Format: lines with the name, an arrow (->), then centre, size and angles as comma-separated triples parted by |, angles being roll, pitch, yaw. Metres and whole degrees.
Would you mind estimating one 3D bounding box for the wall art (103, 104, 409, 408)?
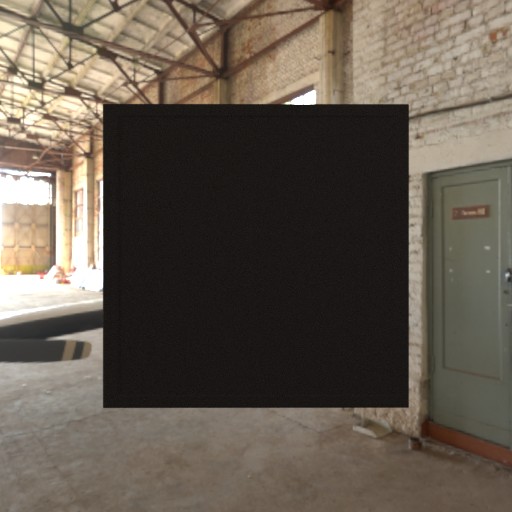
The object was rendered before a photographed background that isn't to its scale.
wall art -> 0.000, 0.000, 0.820 | 0.562, 0.558, 0.012 | 0, 0, 0
